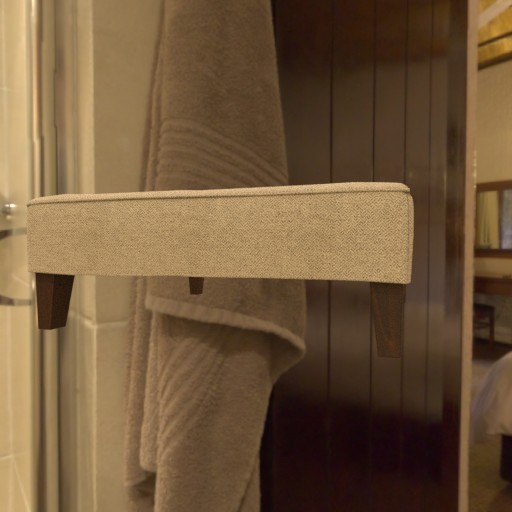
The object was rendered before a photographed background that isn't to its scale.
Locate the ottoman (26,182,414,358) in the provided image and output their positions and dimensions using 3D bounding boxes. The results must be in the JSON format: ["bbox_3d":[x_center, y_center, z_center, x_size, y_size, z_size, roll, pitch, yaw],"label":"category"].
[{"bbox_3d":[0.000,0.000,1.474,0.982,0.381,0.973,1,2,19],"label":"ottoman"}]
